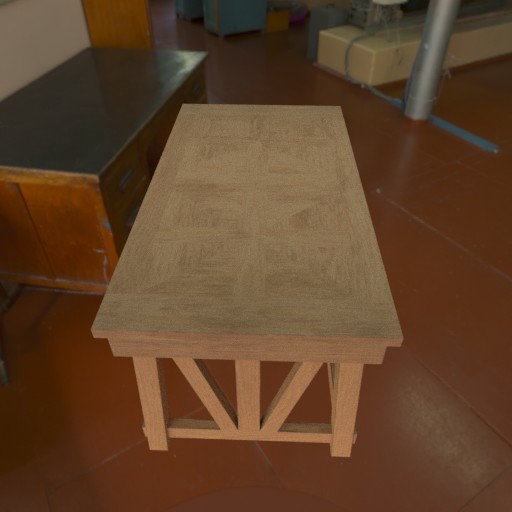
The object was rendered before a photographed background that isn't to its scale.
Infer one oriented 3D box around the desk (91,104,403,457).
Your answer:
[{"bbox_3d":[0.000,0.000,1.965,0.813,0.762,1.499,1,41,2],"label":"desk"}]
